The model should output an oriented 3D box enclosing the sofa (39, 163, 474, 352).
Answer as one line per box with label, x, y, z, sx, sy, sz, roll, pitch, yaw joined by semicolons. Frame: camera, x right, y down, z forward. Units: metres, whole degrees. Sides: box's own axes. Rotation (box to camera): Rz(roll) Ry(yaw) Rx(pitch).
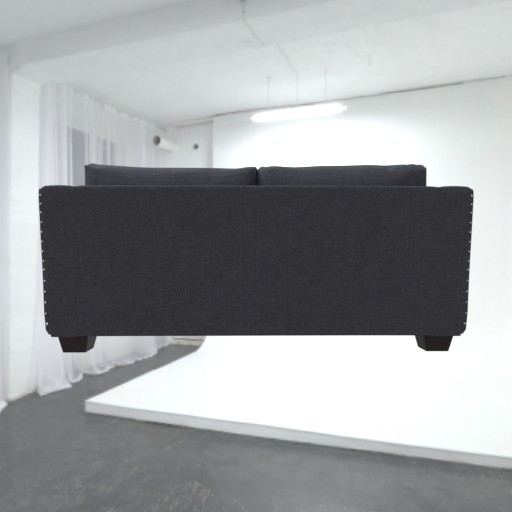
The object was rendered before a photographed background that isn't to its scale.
sofa;0.000;0.000;3.248;2.550;1.196;1.336;0;0;-1
